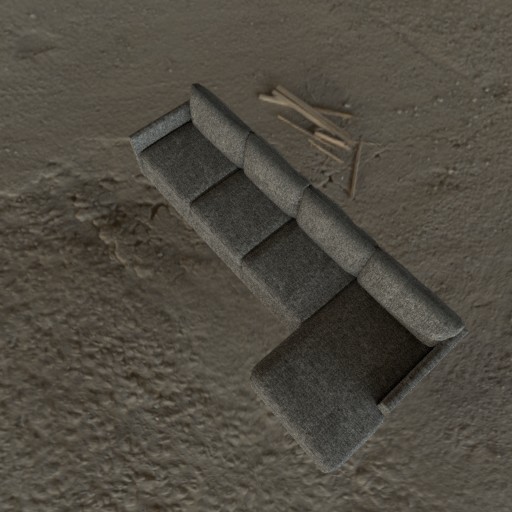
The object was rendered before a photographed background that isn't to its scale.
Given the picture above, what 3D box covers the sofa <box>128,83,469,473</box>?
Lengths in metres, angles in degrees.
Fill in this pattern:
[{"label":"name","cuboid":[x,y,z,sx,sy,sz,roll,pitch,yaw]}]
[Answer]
[{"label":"sofa","cuboid":[0.000,0.000,3.966,1.488,0.970,3.384,-38,70,-17]}]
